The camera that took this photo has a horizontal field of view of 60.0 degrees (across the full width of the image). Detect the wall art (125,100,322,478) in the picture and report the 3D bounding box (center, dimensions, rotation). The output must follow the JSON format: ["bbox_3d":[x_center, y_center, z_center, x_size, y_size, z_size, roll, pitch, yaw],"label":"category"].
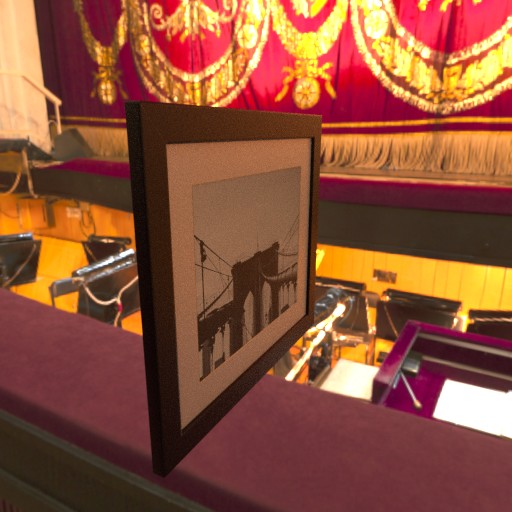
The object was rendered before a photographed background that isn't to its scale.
[{"bbox_3d":[0.000,0.000,0.721,0.018,0.450,0.521,8,18,27],"label":"wall art"}]
